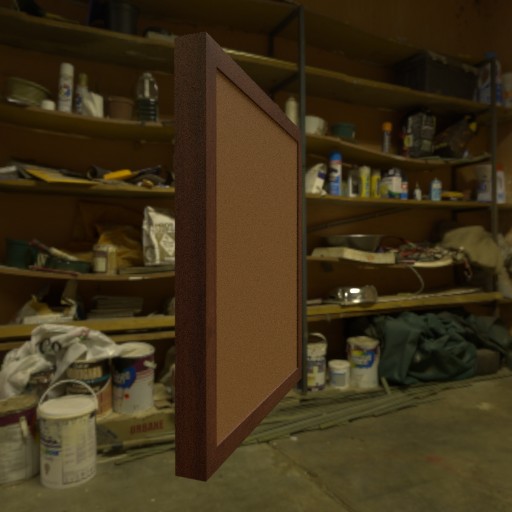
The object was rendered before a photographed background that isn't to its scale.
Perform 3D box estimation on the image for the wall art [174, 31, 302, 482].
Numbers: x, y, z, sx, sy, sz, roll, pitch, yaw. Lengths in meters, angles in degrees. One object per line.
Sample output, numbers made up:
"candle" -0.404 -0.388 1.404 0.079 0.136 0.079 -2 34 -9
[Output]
"wall art" 0.000 0.000 0.535 0.030 0.381 0.330 0 1 20
